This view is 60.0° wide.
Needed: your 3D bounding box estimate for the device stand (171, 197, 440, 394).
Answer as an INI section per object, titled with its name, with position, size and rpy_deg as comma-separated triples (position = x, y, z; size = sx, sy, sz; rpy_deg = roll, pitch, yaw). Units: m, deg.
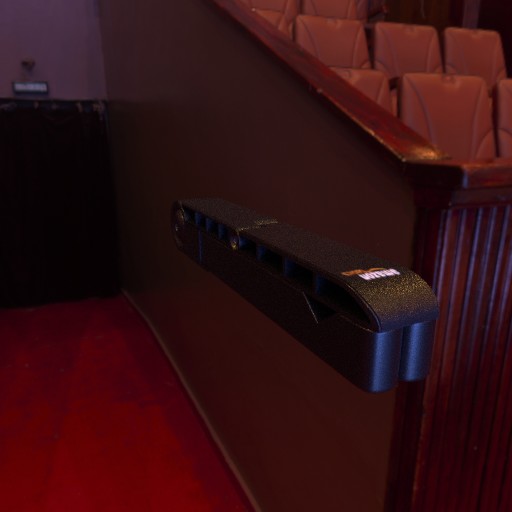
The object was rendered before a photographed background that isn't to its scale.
[device stand]
position = 0.000, 0.000, 0.193
size = 0.026, 0.030, 0.179
rpy_deg = -8, 18, -26
